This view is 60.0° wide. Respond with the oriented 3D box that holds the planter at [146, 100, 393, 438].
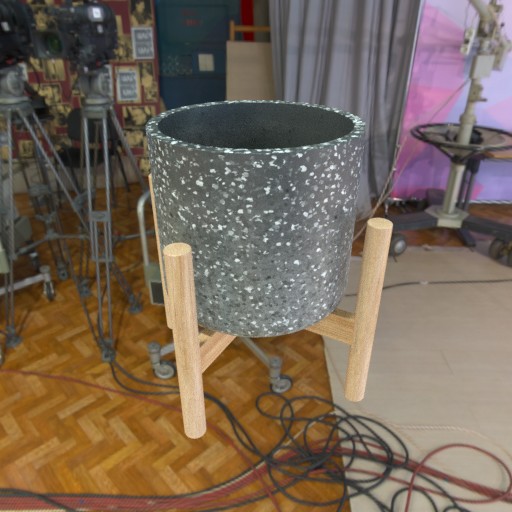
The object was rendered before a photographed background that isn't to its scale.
[{"bbox_3d":[0.000,0.000,0.535,0.284,0.320,0.284,-21,36,-32],"label":"planter"}]
